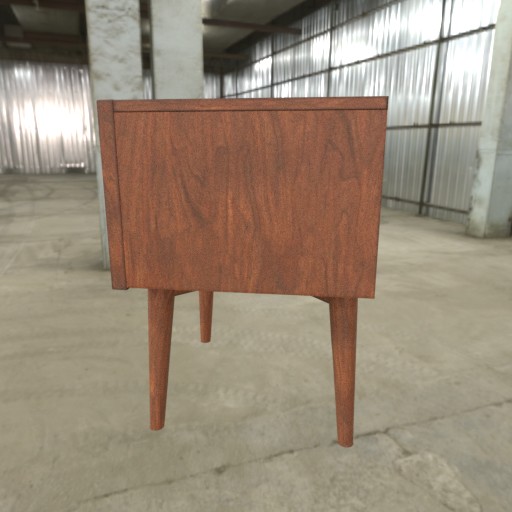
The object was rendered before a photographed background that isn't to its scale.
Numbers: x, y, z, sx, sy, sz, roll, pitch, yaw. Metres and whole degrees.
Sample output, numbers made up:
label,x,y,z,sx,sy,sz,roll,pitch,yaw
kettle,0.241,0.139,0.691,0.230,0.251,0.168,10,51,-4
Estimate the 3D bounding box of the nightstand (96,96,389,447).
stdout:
label,x,y,z,sx,sy,sz,roll,pitch,yaw
nightstand,0.000,0.000,0.971,0.445,0.607,0.521,2,14,8
